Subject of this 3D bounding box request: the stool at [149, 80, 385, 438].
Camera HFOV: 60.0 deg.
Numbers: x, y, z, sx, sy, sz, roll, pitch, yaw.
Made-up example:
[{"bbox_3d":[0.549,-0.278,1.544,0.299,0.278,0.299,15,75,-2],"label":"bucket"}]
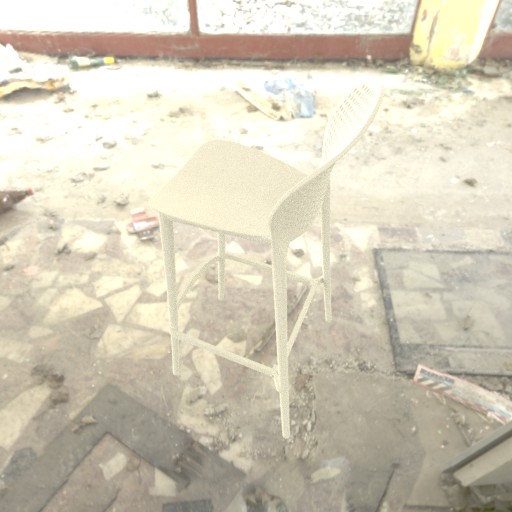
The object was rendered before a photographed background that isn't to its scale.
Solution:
[{"bbox_3d":[0.000,0.000,1.330,0.535,1.045,0.536,16,47,16],"label":"stool"}]
